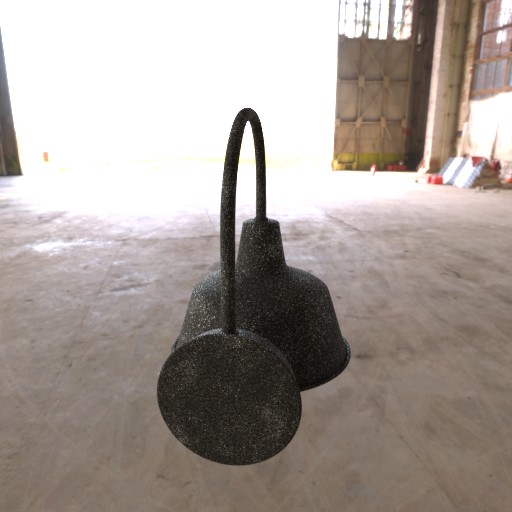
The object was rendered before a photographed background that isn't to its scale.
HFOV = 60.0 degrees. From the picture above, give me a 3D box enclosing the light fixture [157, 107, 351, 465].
[{"bbox_3d":[0.000,0.000,0.478,0.216,0.300,0.283,3,15,9],"label":"light fixture"}]
